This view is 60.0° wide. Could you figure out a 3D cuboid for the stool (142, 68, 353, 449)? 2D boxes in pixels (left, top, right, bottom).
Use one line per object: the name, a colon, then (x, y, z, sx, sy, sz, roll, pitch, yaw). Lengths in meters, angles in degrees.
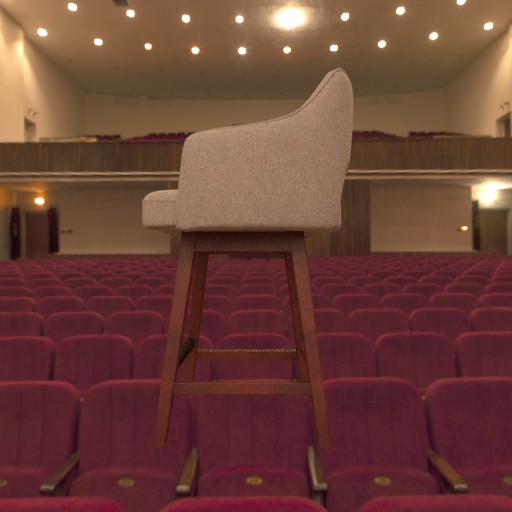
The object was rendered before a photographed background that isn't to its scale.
stool: (0.000, 0.000, 1.309, 0.558, 0.944, 0.599, 0, 0, 0)
